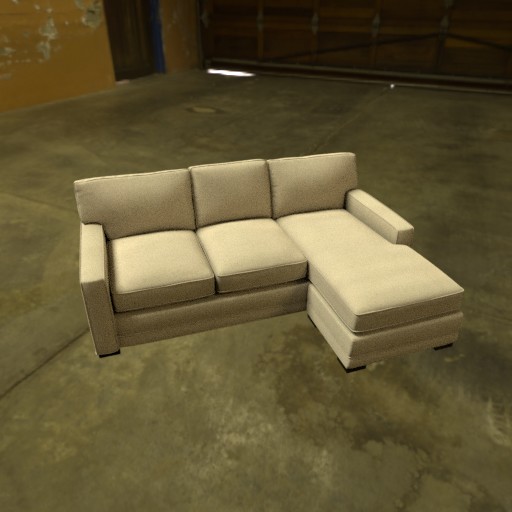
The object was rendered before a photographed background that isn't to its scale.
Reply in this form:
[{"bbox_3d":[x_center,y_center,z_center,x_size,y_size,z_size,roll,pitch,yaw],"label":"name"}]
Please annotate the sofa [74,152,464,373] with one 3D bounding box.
[{"bbox_3d":[0.000,0.000,2.823,2.087,0.861,1.496,-9,31,-16],"label":"sofa"}]
